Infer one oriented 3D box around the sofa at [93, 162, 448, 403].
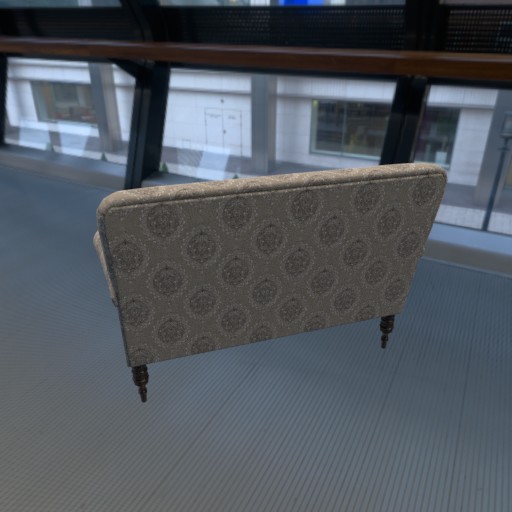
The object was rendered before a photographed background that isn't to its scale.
[{"bbox_3d":[0.000,0.000,1.900,1.297,0.889,0.779,-8,28,-16],"label":"sofa"}]
